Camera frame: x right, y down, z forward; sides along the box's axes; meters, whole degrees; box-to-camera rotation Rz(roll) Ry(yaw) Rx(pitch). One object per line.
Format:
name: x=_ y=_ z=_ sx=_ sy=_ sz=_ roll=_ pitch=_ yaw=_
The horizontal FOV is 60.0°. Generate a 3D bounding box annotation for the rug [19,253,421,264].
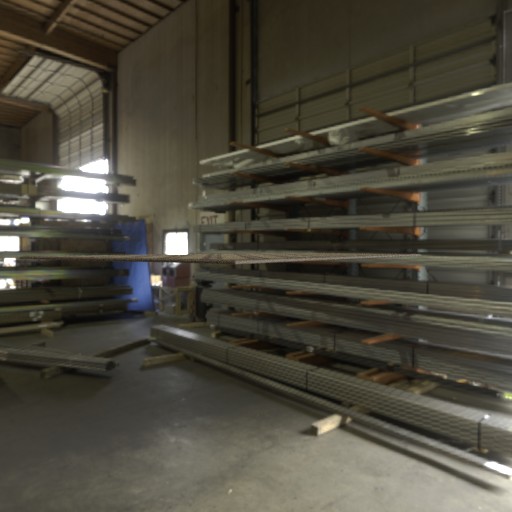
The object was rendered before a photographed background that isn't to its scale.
rug: x=0.000 y=0.000 z=2.087 sx=1.066 sy=0.011 sz=1.677 roll=1 pitch=1 yaw=35
